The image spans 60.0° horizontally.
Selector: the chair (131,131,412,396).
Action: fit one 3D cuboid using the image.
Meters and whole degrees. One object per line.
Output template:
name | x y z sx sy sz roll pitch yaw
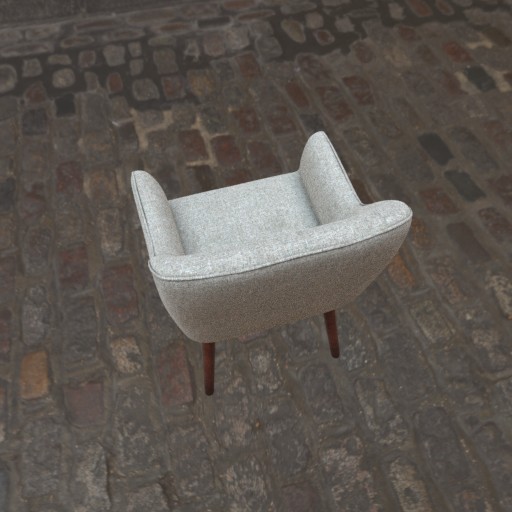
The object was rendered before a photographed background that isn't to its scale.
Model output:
chair | 0.000 0.000 1.194 0.543 0.803 0.519 -14 60 -8
